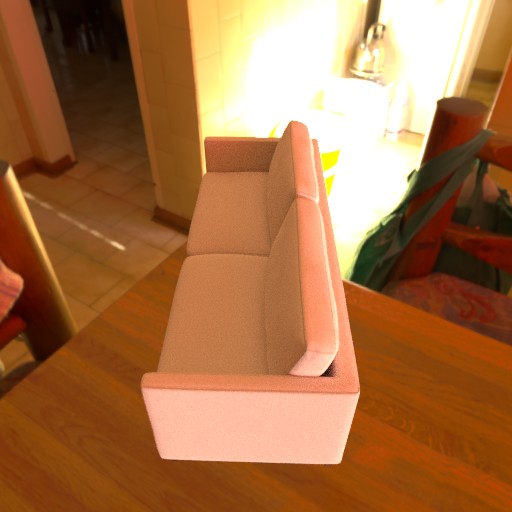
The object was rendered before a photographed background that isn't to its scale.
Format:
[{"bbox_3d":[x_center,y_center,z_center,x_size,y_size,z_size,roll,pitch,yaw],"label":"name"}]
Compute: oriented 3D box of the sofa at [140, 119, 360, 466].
[{"bbox_3d":[0.000,0.000,2.879,0.951,0.962,2.361,1,41,1],"label":"sofa"}]
